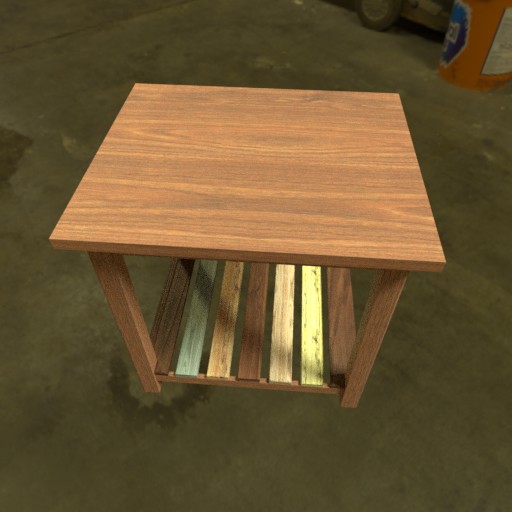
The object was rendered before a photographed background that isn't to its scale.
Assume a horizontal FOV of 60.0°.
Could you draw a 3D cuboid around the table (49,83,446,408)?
[{"bbox_3d":[0.000,0.000,1.156,0.660,0.635,0.559,3,48,3],"label":"table"}]
